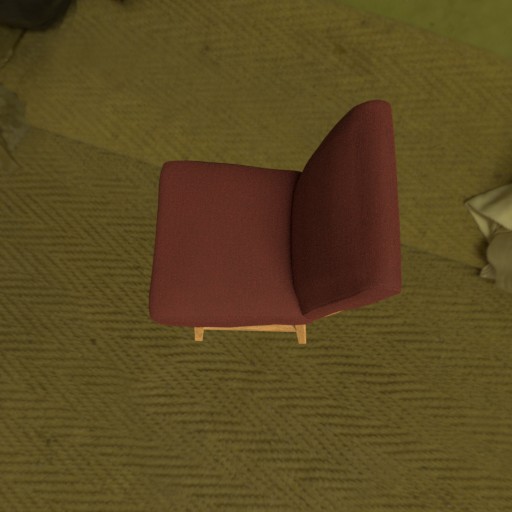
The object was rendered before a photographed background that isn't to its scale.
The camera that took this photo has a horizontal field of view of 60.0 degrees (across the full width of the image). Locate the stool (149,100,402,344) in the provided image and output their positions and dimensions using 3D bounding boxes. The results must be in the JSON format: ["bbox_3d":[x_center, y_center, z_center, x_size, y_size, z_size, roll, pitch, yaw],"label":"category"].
[{"bbox_3d":[0.000,0.000,1.375,0.562,1.093,0.468,2,75,0],"label":"stool"}]
